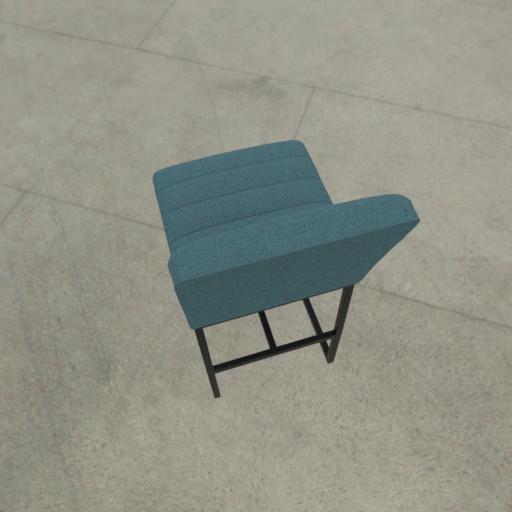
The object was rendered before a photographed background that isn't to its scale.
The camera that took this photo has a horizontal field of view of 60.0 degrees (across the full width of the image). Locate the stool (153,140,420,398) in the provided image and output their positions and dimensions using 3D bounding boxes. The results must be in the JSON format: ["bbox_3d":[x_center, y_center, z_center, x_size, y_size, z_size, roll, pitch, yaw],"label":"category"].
[{"bbox_3d":[0.000,0.000,1.270,0.460,0.940,0.560,-15,59,-9],"label":"stool"}]
